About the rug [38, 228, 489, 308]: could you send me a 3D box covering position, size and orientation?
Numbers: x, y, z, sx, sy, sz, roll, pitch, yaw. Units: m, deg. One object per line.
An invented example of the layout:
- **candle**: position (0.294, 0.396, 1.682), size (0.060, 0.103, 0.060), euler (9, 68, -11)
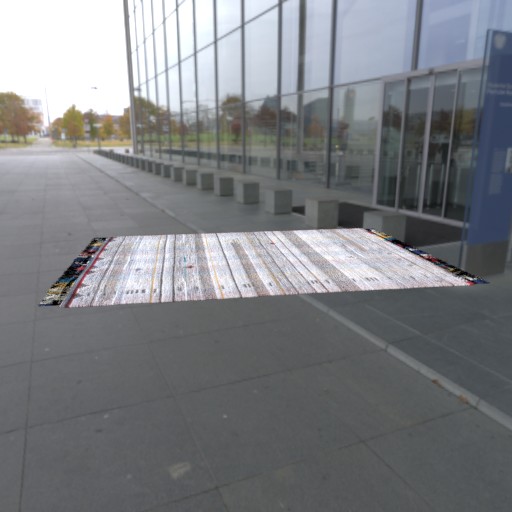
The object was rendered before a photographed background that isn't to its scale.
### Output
- **rug**: position (0.000, 0.000, 2.314), size (1.848, 0.012, 1.217), euler (-2, 15, -9)
